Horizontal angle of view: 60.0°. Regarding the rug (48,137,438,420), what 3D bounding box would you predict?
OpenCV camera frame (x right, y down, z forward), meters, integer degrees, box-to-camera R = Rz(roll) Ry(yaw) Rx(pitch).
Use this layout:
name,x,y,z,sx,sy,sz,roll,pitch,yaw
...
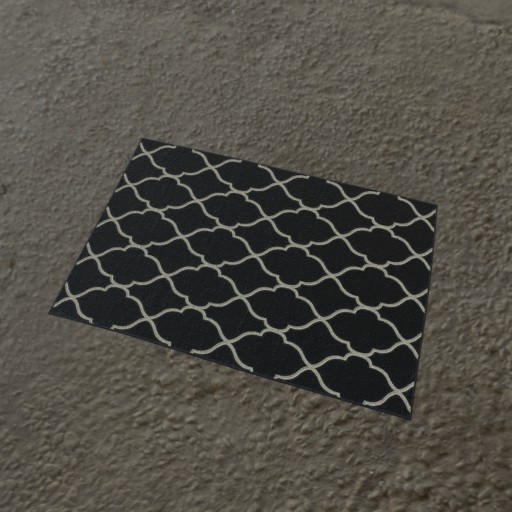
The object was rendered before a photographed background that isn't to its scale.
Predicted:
name,x,y,z,sx,sy,sz,roll,pitch,yaw
rug,0.000,0.000,2.978,2.290,0.014,1.526,14,63,7
